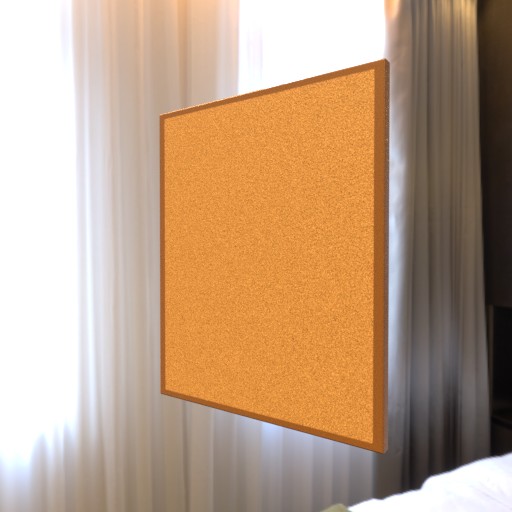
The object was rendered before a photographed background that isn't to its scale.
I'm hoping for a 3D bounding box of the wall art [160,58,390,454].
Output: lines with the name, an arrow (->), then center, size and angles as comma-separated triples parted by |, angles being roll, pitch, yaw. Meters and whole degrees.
wall art -> 0.000, 0.000, 0.518 | 0.310, 0.379, 0.015 | 1, 1, 35
